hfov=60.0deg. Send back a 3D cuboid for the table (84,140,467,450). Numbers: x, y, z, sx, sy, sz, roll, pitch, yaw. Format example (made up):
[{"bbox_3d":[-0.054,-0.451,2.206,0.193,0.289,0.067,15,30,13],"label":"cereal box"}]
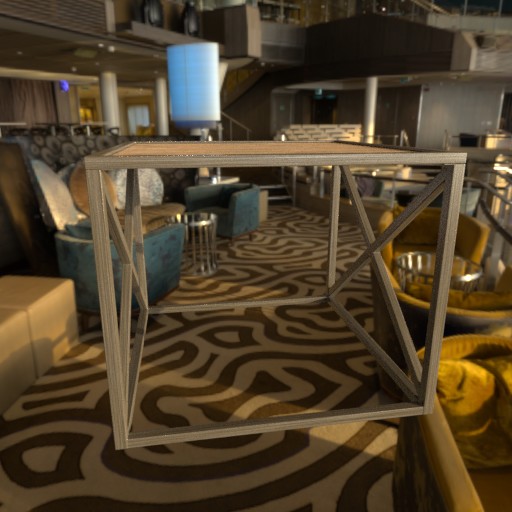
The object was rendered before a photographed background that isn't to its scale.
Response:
[{"bbox_3d":[0.000,0.000,1.049,0.609,0.507,0.611,-3,17,-9],"label":"table"}]
